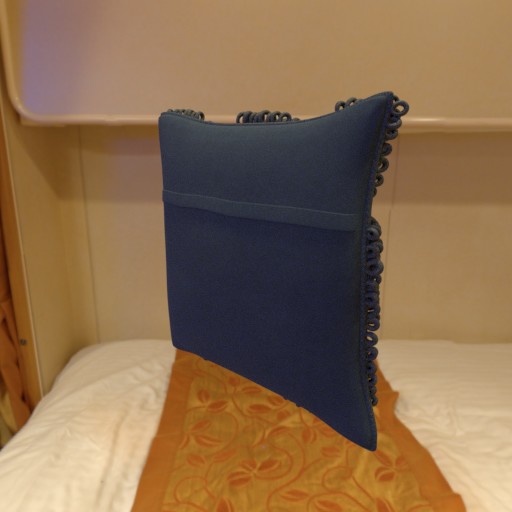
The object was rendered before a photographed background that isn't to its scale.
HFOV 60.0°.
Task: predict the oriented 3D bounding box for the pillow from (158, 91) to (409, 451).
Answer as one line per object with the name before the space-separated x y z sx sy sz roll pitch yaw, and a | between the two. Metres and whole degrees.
pillow | 0.000 0.000 0.708 0.469 0.466 0.172 14 20 42
